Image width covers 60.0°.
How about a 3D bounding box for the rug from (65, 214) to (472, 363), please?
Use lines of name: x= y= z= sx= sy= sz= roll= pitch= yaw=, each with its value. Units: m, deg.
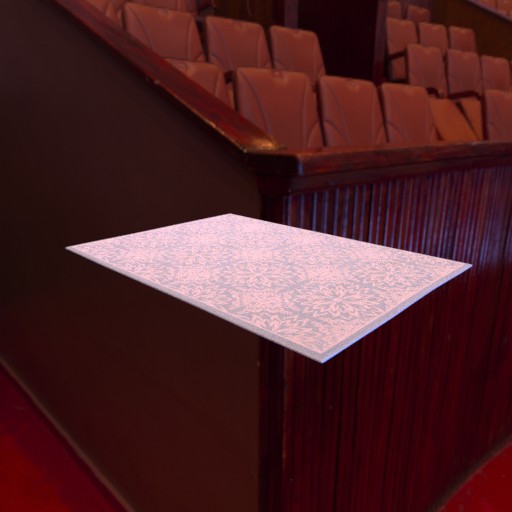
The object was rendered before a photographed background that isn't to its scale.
rug: x=0.000 y=0.000 z=2.936 sx=2.205 sy=0.014 sz=1.589 roll=16 pitch=23 yaw=41
